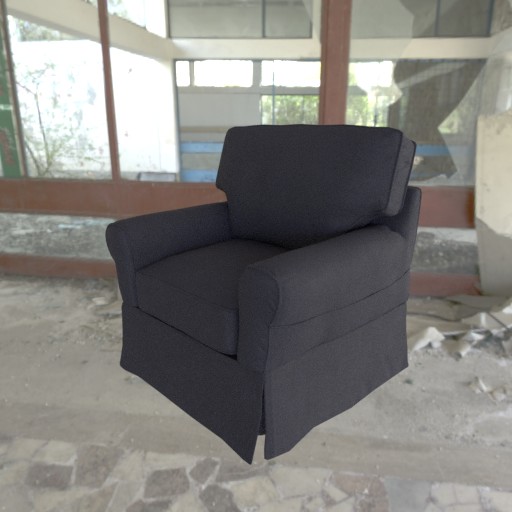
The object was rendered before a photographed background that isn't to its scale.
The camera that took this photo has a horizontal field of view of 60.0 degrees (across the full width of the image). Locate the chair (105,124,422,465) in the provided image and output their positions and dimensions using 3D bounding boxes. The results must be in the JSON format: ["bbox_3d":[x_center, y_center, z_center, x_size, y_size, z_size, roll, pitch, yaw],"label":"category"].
[{"bbox_3d":[0.000,0.000,2.002,1.119,1.140,1.002,16,23,41],"label":"chair"}]
